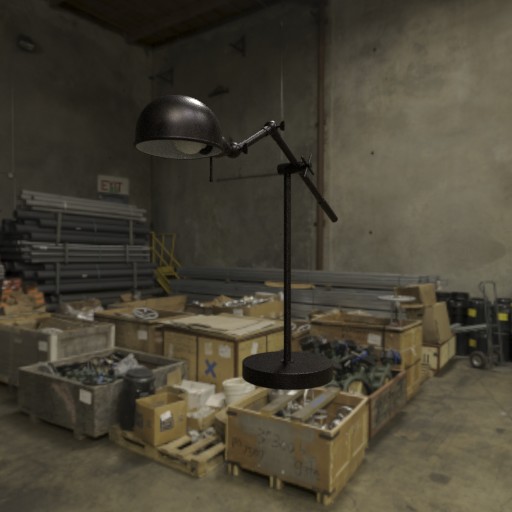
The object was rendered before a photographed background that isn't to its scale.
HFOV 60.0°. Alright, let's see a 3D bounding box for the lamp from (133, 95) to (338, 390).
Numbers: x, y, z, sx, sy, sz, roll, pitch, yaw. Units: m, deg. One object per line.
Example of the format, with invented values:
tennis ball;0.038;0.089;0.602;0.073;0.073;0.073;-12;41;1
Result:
lamp;0.000;0.000;0.819;0.185;0.495;0.567;0;1;36
